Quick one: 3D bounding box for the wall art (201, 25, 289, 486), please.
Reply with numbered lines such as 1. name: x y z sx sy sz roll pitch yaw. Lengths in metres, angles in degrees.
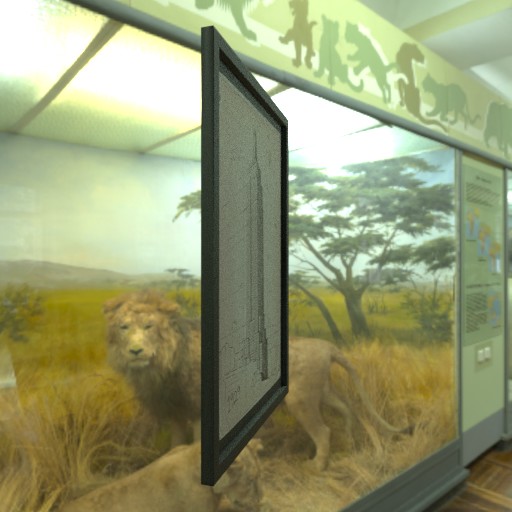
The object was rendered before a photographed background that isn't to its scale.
1. wall art: 0.000 0.000 0.561 0.013 0.431 0.303 0 0 18
